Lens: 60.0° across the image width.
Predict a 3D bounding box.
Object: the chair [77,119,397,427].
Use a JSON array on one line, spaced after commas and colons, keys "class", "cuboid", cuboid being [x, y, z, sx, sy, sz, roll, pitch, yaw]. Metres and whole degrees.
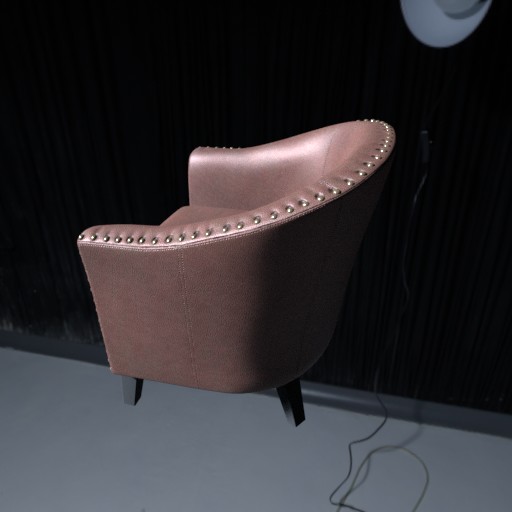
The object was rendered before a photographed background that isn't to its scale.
[{"class": "chair", "cuboid": [0.000, 0.000, 1.412, 0.748, 0.823, 0.794, 8, 31, 13]}]
